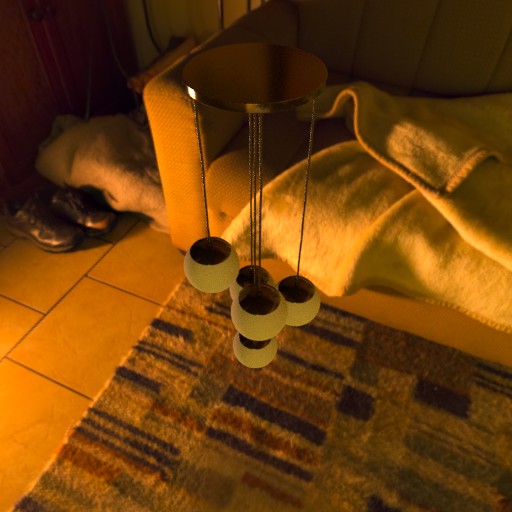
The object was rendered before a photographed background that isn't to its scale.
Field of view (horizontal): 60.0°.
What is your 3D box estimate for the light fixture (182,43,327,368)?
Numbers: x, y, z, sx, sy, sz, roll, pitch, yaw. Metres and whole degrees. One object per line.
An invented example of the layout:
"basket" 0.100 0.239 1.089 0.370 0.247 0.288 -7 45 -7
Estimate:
"light fixture" 0.000 0.000 1.512 0.489 1.271 0.484 3 45 3
